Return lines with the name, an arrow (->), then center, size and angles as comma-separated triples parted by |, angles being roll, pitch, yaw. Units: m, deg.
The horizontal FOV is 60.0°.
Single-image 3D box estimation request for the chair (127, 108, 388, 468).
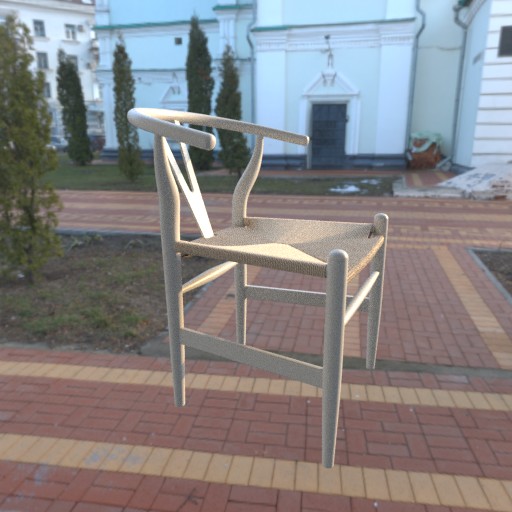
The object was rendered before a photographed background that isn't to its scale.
chair -> 0.000, 0.000, 1.135 | 0.579, 0.730, 0.569 | 7, 16, 24
